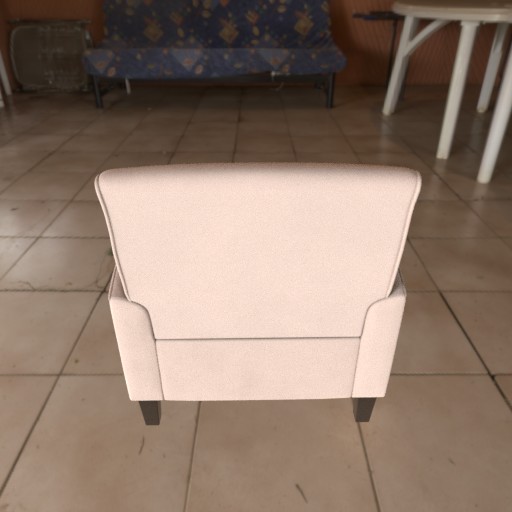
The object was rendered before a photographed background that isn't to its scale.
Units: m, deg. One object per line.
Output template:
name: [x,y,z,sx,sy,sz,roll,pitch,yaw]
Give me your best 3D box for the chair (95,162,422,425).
chair: [0.000,0.000,1.540,0.820,0.915,0.820,-1,31,-1]
